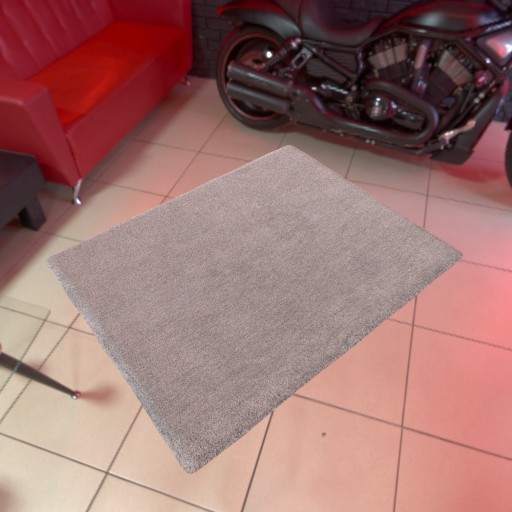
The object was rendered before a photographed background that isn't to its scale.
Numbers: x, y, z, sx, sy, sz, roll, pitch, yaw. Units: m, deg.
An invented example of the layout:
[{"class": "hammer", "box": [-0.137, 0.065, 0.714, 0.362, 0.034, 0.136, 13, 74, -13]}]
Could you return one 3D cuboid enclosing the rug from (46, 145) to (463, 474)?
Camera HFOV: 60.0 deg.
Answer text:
[{"class": "rug", "box": [0.000, 0.000, 3.899, 2.933, 0.027, 2.332, -31, 54, -26]}]
